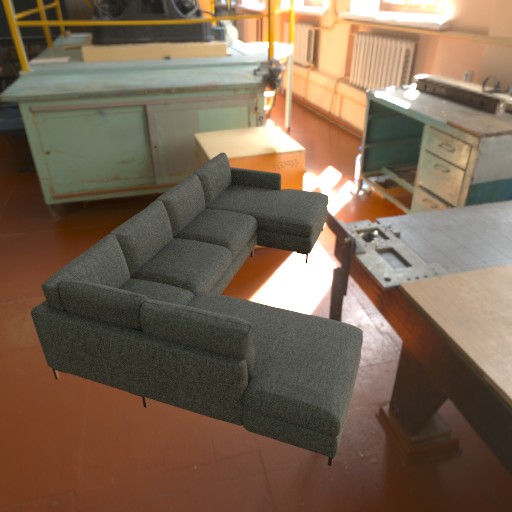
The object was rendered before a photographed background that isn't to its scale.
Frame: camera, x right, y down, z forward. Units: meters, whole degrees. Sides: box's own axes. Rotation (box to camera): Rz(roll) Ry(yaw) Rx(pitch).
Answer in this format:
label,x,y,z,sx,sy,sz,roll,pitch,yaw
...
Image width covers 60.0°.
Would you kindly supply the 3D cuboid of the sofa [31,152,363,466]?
label,x,y,z,sx,sy,sz,roll,pitch,yaw
sofa,0.000,0.000,3.499,1.879,0.756,2.737,11,33,17
